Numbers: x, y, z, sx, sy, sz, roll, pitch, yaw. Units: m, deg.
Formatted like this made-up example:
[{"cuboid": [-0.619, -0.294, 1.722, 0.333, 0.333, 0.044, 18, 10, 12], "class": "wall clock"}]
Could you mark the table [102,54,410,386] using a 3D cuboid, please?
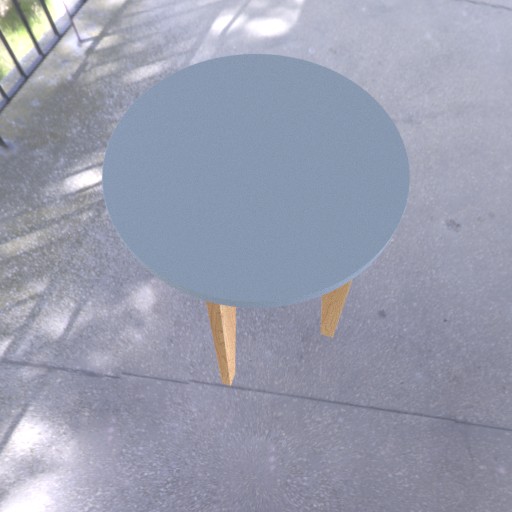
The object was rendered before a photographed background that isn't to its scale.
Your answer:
[{"cuboid": [0.000, 0.000, 0.733, 0.350, 0.500, 0.350, 0, 63, 0], "class": "table"}]
